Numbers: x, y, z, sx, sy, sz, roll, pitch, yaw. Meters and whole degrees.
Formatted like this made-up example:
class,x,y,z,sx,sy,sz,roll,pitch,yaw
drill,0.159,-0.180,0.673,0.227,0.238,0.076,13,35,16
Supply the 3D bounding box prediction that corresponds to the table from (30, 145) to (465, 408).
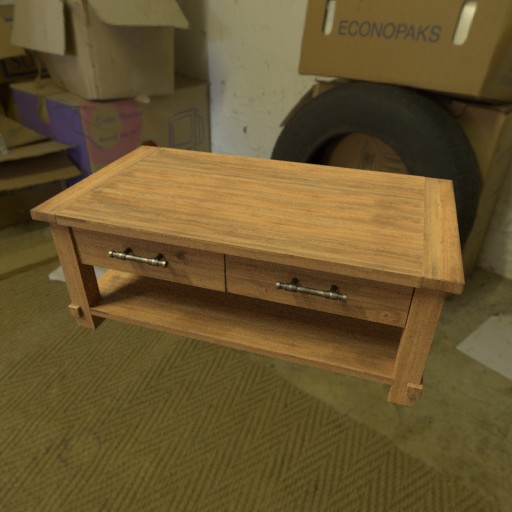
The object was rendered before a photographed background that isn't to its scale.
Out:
class,x,y,z,sx,sy,sz,roll,pitch,yaw
table,0.000,0.000,1.623,1.270,0.494,0.693,10,33,15
